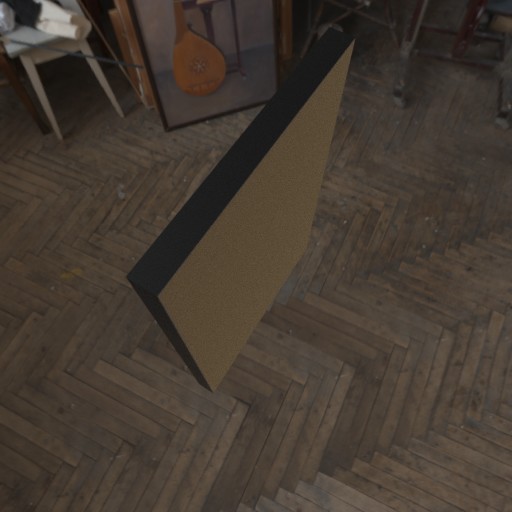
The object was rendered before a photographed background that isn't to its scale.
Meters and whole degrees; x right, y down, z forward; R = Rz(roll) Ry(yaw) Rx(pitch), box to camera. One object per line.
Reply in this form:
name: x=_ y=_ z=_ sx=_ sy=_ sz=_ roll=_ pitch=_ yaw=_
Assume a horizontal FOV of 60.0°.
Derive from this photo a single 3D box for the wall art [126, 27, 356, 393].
wall art: x=0.000 y=0.000 z=0.580 sx=0.031 sy=0.457 sz=0.313 roll=29 pitch=68 yaw=13
